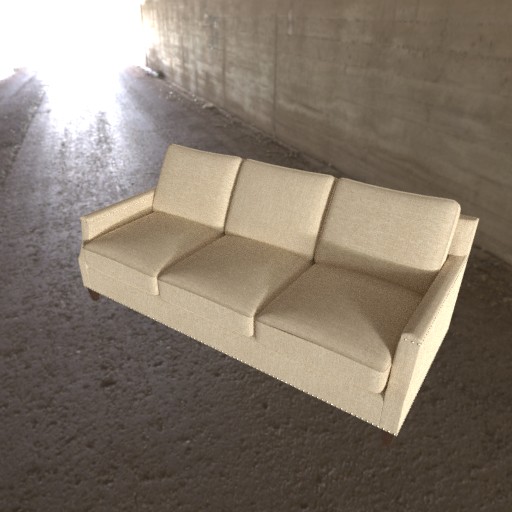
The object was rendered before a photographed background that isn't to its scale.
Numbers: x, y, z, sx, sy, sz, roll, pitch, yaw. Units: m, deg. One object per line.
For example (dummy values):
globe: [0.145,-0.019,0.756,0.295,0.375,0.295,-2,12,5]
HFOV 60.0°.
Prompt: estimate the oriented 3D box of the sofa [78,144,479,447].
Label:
sofa: [0.000,0.000,2.717,2.210,0.940,1.041,18,34,30]
